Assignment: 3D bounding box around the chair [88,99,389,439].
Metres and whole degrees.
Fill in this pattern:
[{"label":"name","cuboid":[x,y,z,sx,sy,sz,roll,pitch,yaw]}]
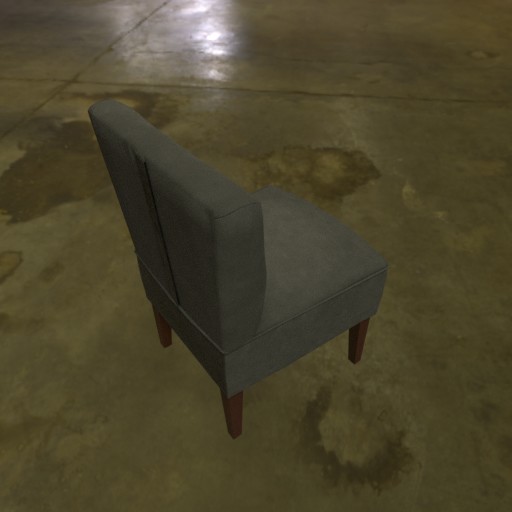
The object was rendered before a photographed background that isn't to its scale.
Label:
[{"label":"chair","cuboid":[0.000,0.000,1.177,0.554,0.806,0.521,-27,47,-28]}]
